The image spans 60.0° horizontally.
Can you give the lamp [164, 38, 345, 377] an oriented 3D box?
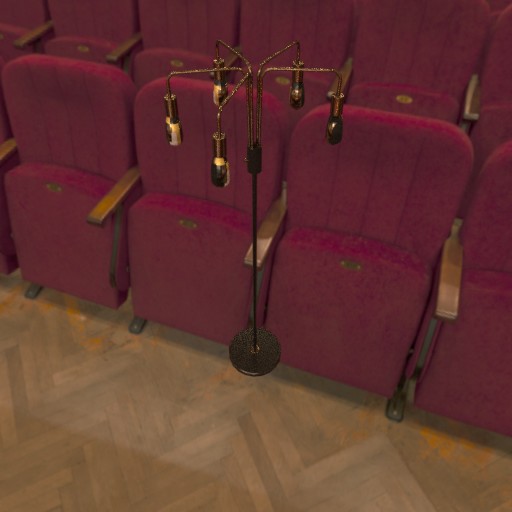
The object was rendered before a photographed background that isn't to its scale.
[{"bbox_3d":[0.000,0.000,2.003,0.572,1.721,0.599,15,49,14],"label":"lamp"}]
